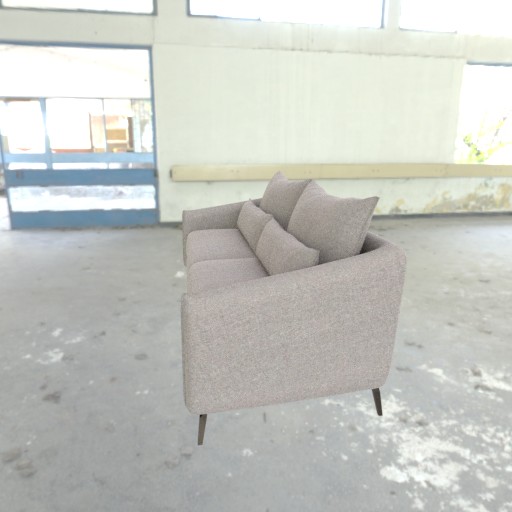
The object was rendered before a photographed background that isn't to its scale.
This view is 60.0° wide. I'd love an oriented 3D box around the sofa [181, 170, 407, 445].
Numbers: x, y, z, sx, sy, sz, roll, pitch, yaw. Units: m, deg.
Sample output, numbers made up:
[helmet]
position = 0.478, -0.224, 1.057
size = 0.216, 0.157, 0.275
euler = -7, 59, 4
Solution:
[sofa]
position = 0.000, 0.000, 2.441
size = 0.809, 0.833, 2.022
euler = -2, 14, -9
